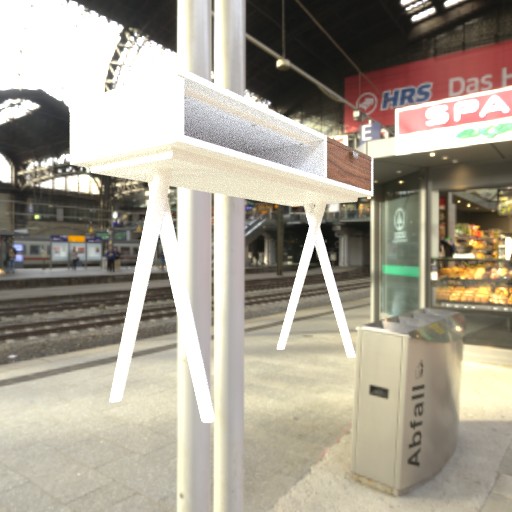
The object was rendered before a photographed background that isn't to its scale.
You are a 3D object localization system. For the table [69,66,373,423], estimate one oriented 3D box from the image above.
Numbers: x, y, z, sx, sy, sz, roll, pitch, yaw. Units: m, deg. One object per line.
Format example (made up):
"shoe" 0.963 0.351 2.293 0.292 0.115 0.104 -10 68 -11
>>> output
"table" 0.000 0.000 1.455 0.418 0.785 1.066 0 0 36
